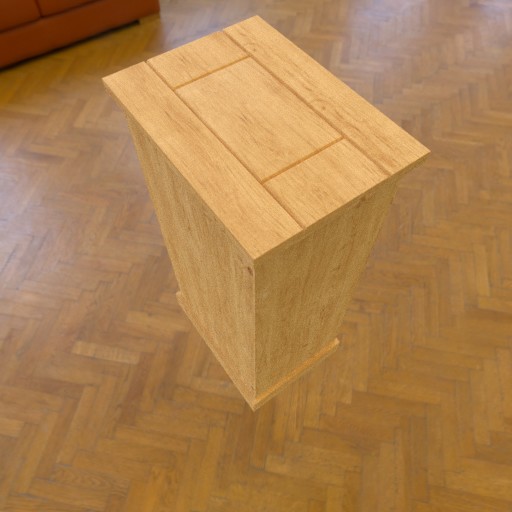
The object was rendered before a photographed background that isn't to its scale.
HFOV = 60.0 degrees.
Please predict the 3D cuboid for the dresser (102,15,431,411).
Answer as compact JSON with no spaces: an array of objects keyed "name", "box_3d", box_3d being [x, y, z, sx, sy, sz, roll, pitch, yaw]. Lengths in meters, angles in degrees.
[{"name":"dresser","box_3d":[0.000,0.000,1.289,0.390,1.041,0.531,-31,63,-18]}]
